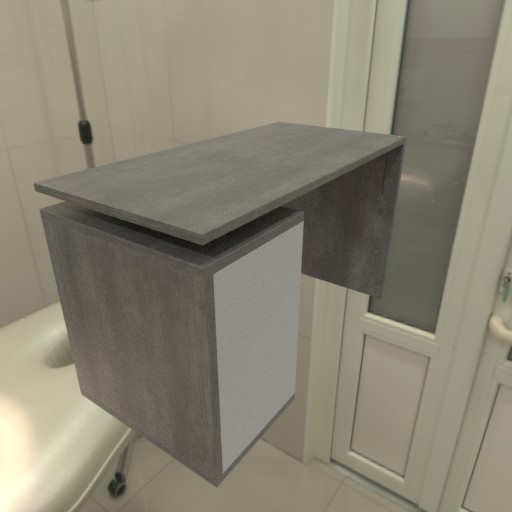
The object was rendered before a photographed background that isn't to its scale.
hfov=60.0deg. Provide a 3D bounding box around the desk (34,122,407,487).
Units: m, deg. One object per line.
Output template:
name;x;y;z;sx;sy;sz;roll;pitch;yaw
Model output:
desk;0.000;0.000;1.624;0.600;0.740;1.200;17;31;32
